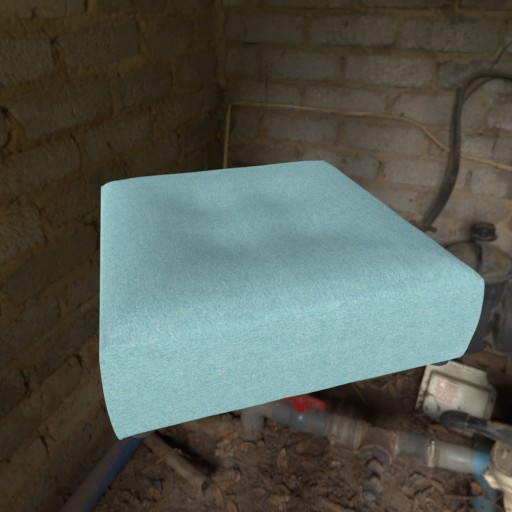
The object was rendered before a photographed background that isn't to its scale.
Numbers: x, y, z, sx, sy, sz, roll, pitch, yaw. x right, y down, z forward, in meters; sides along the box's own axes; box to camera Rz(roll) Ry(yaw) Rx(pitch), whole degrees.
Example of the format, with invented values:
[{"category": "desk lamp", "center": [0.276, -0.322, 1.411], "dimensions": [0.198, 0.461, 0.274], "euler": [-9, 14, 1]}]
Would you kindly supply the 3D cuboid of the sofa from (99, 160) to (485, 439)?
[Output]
[{"category": "sofa", "center": [0.000, 0.000, 1.414], "dimensions": [0.930, 0.330, 0.930], "euler": [-9, 32, -14]}]
